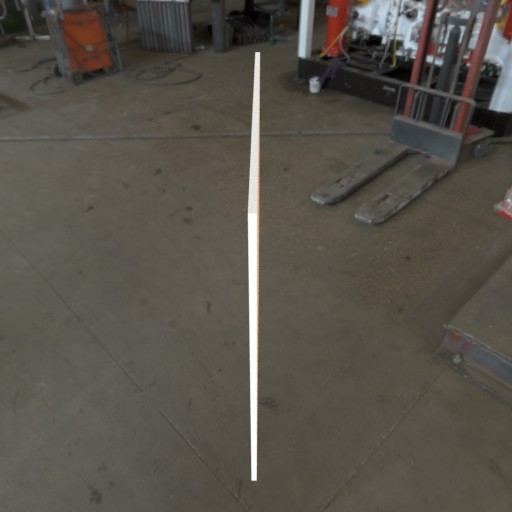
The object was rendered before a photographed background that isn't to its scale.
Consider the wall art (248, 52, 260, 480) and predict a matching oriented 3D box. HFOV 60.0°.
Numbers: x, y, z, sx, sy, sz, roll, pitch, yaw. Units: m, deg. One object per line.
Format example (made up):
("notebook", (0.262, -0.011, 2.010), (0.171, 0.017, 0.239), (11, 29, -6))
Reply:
("wall art", (0.000, 0.000, 0.815), (0.009, 0.559, 0.558), (0, 39, 1))
